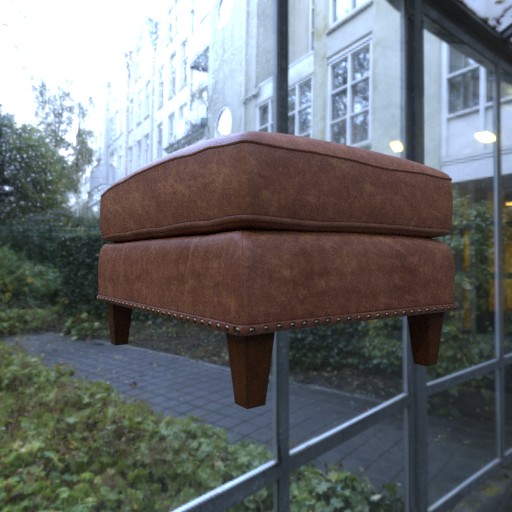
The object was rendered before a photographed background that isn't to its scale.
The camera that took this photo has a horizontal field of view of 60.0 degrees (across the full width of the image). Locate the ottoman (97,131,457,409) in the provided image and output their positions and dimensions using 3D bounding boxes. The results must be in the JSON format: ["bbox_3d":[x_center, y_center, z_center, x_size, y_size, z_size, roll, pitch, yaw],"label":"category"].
[{"bbox_3d":[0.000,0.000,1.113,0.586,0.486,0.742,0,-1,-36],"label":"ottoman"}]
